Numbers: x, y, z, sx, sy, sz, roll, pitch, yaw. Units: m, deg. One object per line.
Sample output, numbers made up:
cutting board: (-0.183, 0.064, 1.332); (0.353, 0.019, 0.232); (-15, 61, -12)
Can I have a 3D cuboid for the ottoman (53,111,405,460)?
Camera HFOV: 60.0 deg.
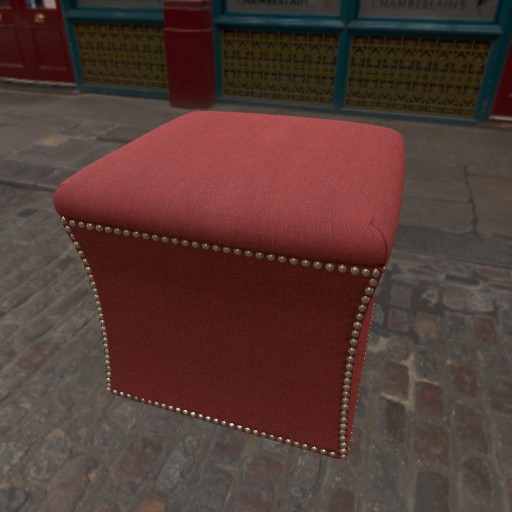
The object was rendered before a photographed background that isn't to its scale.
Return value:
ottoman: (0.000, 0.000, 0.884); (0.507, 0.475, 0.497); (10, 32, 16)
